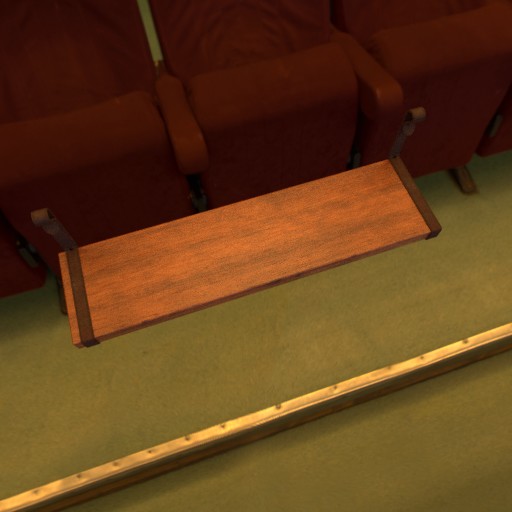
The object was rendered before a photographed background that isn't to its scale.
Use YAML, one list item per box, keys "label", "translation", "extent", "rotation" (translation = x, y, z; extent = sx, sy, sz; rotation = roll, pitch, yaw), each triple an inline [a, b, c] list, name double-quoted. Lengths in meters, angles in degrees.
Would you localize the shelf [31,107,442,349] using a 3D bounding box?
- label: "shelf"
  translation: [0.000, 0.000, 0.695]
  extent: [0.567, 0.330, 0.146]
  rotation: [-17, 65, -8]
